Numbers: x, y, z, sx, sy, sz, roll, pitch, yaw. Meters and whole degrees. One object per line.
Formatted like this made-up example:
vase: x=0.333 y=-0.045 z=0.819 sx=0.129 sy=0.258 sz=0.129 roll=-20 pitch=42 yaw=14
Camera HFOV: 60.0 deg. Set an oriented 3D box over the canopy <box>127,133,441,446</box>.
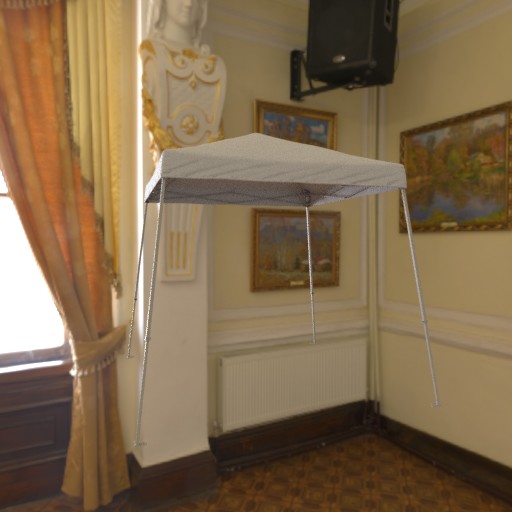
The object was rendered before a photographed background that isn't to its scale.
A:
canopy: x=0.000 y=0.000 z=6.531 sx=3.600 sy=3.600 sz=3.599 roll=-1 pitch=2 yaw=-17
